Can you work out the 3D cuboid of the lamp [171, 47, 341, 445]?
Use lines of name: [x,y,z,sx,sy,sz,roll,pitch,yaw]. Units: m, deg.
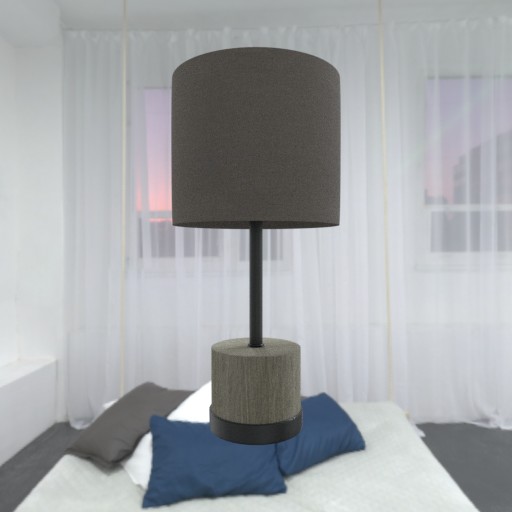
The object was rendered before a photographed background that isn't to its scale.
lamp: [0.000,0.000,0.611,0.229,0.470,0.229,0,1,-18]
